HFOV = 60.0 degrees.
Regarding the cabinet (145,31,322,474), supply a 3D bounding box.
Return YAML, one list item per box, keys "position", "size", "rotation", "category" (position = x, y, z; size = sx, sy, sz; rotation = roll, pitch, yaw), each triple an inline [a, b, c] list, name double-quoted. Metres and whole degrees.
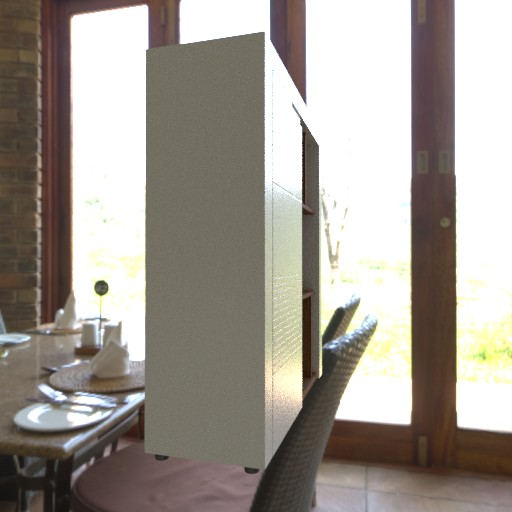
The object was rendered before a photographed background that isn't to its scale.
- position: [0.000, 0.000, 1.658]
  size: [0.348, 1.150, 0.990]
  rotation: [0, -1, 17]
  category: "cabinet"
